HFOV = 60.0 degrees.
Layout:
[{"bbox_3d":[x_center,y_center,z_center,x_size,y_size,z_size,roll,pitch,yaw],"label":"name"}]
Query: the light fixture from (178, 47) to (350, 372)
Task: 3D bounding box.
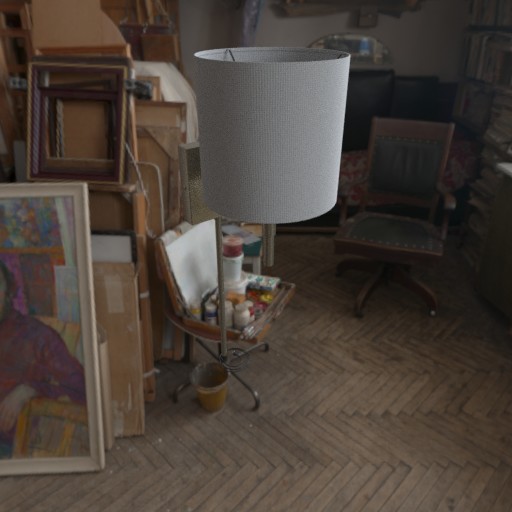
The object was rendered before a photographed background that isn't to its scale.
[{"bbox_3d":[0.000,0.000,0.702,0.188,0.589,0.248,-22,36,-33],"label":"light fixture"}]
